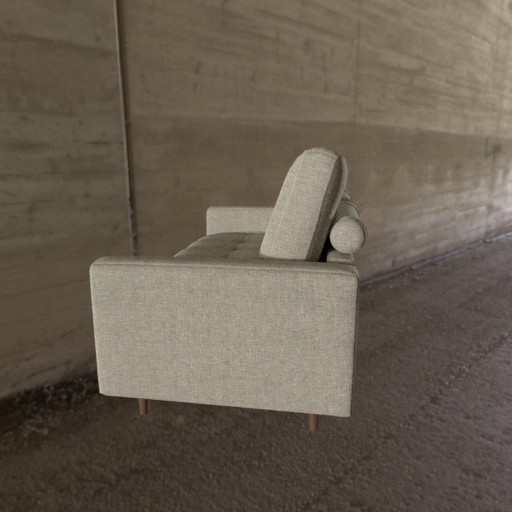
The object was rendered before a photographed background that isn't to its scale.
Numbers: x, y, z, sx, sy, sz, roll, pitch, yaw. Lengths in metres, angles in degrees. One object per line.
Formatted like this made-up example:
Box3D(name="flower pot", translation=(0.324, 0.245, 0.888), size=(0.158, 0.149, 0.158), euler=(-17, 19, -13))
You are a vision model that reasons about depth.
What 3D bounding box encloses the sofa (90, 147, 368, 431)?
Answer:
Box3D(name="sofa", translation=(0.000, 0.000, 1.928), size=(0.842, 0.907, 1.407), euler=(2, 13, 9))
